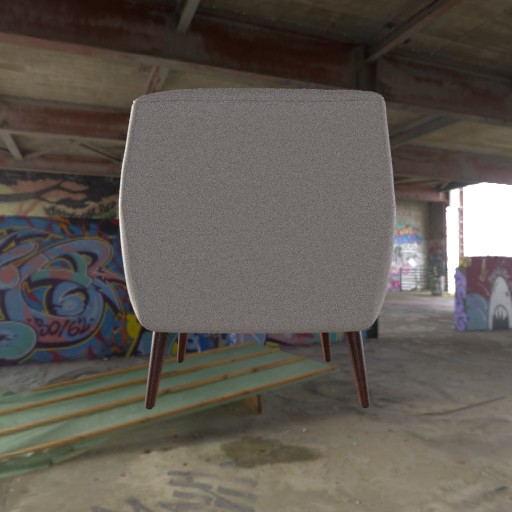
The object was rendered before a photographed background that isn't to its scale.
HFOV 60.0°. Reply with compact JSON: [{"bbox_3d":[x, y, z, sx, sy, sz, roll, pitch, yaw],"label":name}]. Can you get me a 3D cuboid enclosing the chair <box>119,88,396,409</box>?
[{"bbox_3d":[0.000,0.000,1.453,0.762,0.838,0.787,0,-1,-1],"label":"chair"}]
